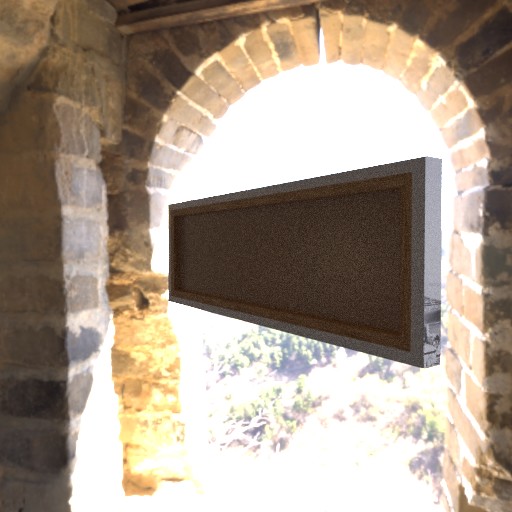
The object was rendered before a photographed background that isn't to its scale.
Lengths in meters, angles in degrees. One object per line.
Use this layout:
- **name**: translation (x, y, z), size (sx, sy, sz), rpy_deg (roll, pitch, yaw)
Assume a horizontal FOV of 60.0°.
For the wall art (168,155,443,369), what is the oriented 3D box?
- **wall art**: translation (0.000, 0.000, 0.856), size (0.036, 0.256, 0.766), rpy_deg (-1, 2, -34)
